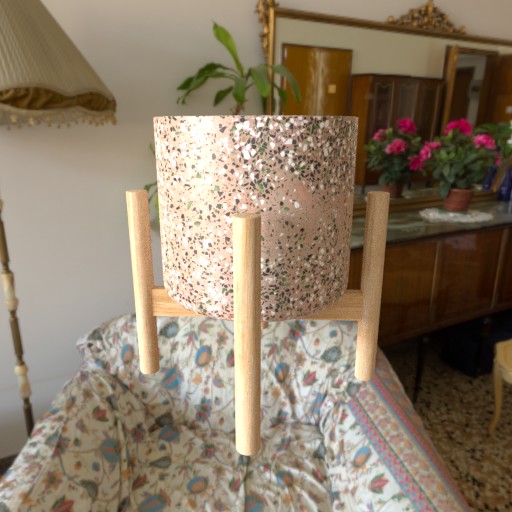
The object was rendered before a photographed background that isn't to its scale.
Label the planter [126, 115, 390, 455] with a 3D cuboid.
[{"bbox_3d":[0.000,0.000,0.537,0.284,0.320,0.284,8,18,25],"label":"planter"}]
